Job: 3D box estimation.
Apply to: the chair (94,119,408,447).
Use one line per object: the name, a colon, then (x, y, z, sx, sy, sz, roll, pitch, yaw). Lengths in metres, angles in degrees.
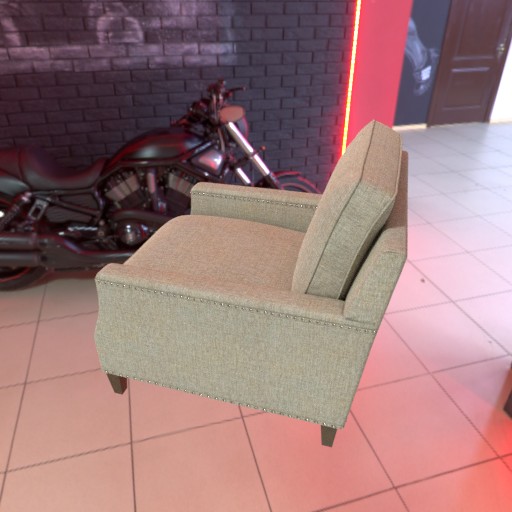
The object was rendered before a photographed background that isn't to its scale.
chair: (0.000, 0.000, 1.705, 1.014, 0.943, 0.853, 9, 32, 14)
